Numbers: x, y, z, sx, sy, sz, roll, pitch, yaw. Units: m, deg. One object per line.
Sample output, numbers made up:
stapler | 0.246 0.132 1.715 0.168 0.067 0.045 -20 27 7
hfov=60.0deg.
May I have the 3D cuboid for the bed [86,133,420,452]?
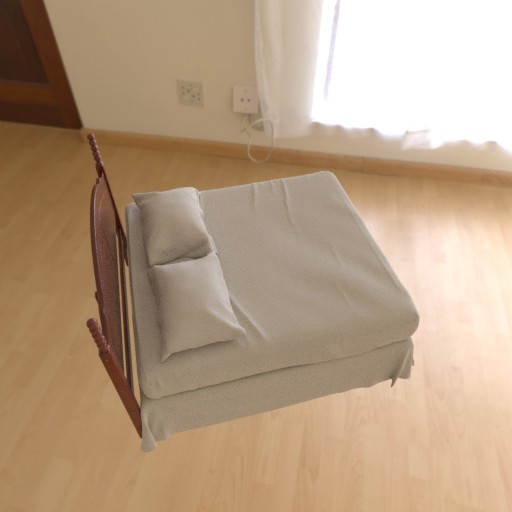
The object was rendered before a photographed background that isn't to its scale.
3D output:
bed | 0.000 0.000 3.210 2.040 1.356 1.873 -11 48 -10
